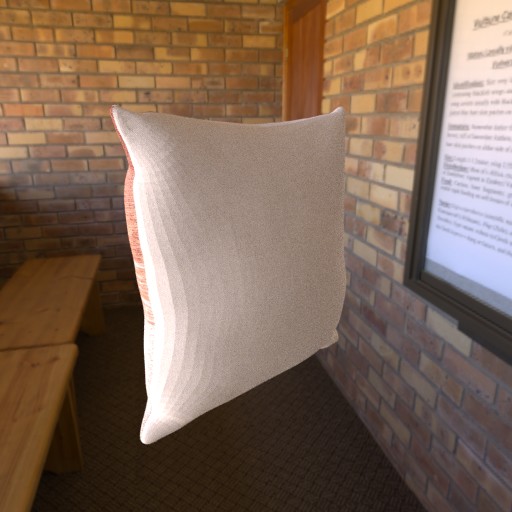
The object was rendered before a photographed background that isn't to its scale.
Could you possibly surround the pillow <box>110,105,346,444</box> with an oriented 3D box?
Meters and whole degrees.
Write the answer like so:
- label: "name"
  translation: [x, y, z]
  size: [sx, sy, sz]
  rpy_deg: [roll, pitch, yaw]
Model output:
- label: "pillow"
  translation: [0.000, 0.000, 0.677]
  size: [0.440, 0.441, 0.182]
  rpy_deg: [-16, 23, -43]
